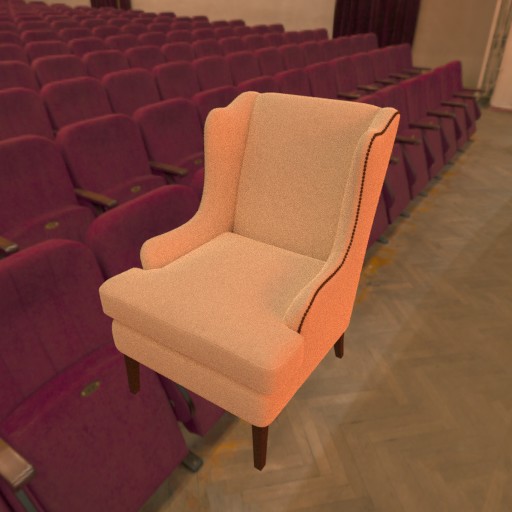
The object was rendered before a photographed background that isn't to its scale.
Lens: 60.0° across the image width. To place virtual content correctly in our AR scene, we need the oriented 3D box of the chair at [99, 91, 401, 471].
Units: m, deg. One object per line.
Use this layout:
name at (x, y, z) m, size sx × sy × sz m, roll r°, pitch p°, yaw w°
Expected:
chair at (0.000, 0.000, 1.680) m, size 0.737 × 1.029 × 0.940 m, roll 18°, pitch 35°, yaw 29°
